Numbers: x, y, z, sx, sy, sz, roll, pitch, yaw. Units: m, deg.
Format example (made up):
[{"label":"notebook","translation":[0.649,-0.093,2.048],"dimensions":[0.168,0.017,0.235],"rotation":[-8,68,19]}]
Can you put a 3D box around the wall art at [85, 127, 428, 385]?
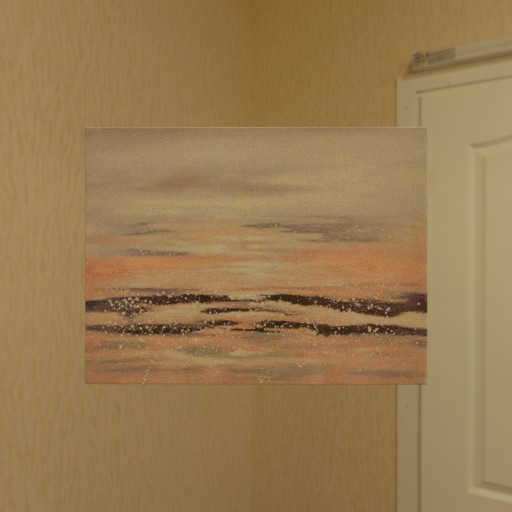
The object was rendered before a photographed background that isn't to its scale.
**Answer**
[{"label":"wall art","translation":[0.000,0.000,1.329],"dimensions":[1.015,0.763,0.038],"rotation":[0,0,0]}]
